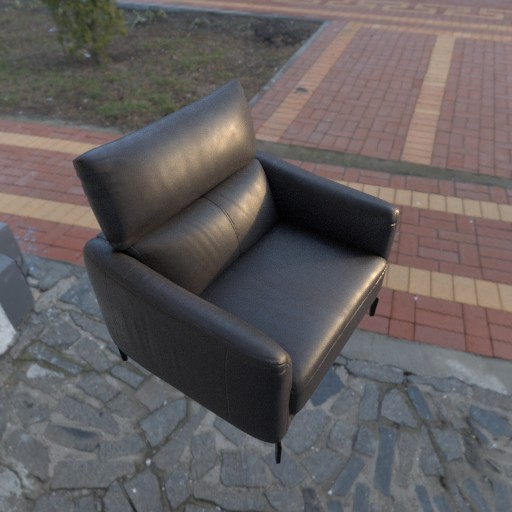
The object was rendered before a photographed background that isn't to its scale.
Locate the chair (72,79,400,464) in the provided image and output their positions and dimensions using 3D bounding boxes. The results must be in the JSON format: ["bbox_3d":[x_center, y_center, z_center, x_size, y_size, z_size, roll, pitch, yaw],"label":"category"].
[{"bbox_3d":[0.000,0.000,1.655,0.809,0.949,0.976,24,46,25],"label":"chair"}]
